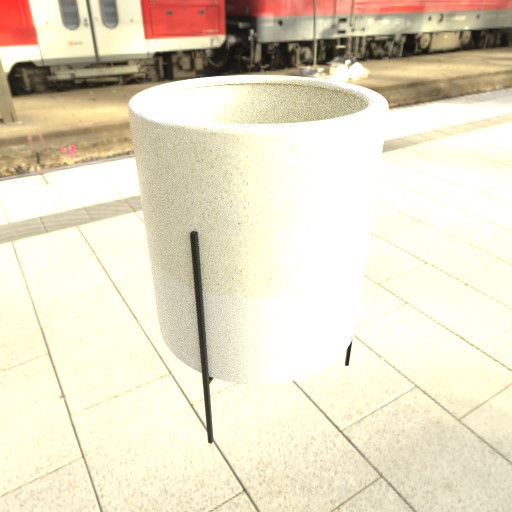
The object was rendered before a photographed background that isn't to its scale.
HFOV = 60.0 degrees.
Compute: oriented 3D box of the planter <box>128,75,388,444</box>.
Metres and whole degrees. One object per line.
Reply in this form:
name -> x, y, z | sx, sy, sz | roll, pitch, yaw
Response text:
planter -> 0.000, 0.000, 0.692 | 0.324, 0.483, 0.333 | -19, 36, -29
